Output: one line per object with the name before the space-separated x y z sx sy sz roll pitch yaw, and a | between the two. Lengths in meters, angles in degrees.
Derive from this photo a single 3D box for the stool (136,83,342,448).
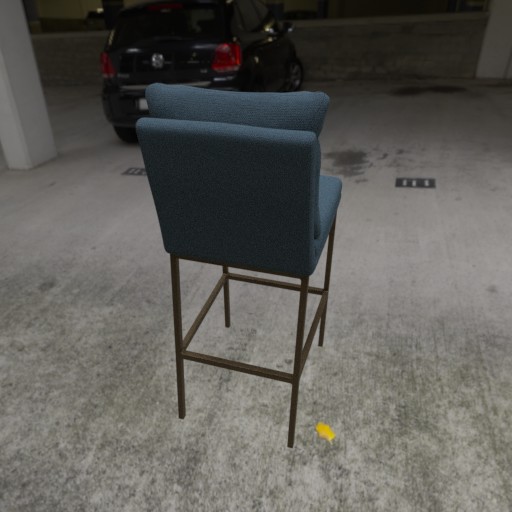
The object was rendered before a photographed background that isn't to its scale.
stool | 0.000 0.000 1.459 0.463 1.124 0.568 9 32 14
